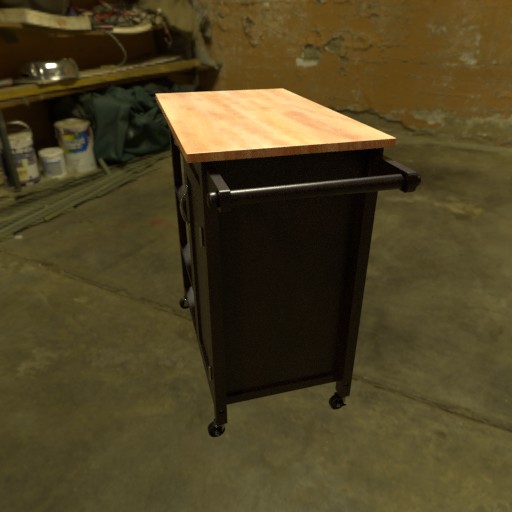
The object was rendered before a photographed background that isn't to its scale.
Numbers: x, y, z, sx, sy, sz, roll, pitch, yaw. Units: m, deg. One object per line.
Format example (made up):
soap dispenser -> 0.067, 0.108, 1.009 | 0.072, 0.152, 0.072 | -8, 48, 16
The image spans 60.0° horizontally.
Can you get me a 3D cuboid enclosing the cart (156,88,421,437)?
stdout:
cart -> 0.000, 0.000, 1.425 | 0.472, 0.878, 0.914 | -8, 29, -14
